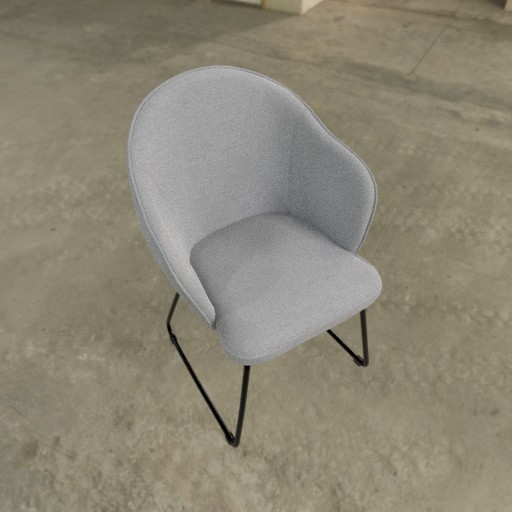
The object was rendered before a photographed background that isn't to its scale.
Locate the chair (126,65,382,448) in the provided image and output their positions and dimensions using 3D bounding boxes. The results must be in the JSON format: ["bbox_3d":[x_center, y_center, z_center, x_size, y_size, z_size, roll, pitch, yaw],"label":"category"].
[{"bbox_3d":[0.000,0.000,1.212,0.570,0.817,0.592,-25,50,-22],"label":"chair"}]
